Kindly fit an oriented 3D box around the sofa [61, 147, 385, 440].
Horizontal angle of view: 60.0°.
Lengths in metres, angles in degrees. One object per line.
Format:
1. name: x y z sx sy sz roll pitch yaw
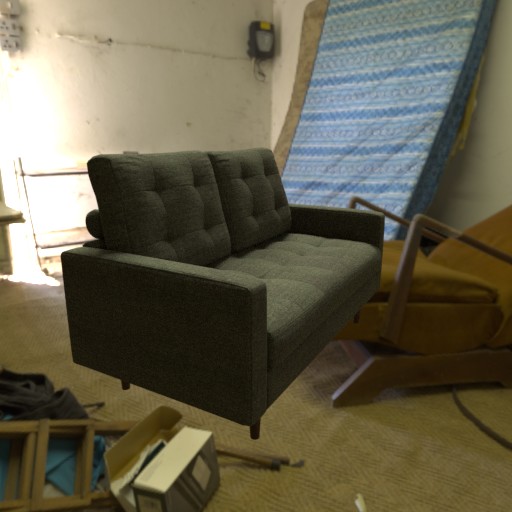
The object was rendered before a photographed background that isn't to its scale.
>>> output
1. sofa: 0.000 0.000 1.966 0.842 0.907 1.407 9 17 29
